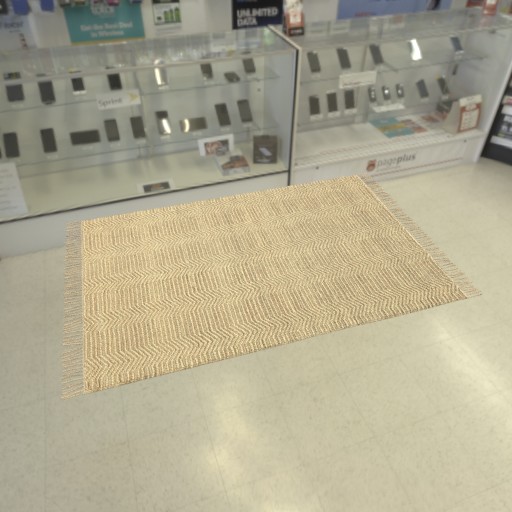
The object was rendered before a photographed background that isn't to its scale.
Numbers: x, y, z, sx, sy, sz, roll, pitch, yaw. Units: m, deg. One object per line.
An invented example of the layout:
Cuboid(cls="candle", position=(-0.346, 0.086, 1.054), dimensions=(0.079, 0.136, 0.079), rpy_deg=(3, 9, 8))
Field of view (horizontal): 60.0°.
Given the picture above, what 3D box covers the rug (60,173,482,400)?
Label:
Cuboid(cls="rug", position=(0.000, 0.000, 3.033), dimensions=(2.523, 0.034, 1.528), rpy_deg=(-11, 43, -13))
